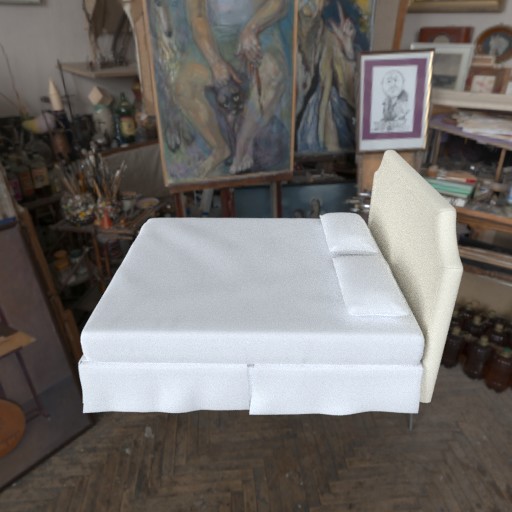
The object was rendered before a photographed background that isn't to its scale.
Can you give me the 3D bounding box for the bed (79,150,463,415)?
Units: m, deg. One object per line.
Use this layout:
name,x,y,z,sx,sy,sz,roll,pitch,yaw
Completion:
bed,0.000,0.000,4.119,2.773,1.590,2.350,0,28,1
